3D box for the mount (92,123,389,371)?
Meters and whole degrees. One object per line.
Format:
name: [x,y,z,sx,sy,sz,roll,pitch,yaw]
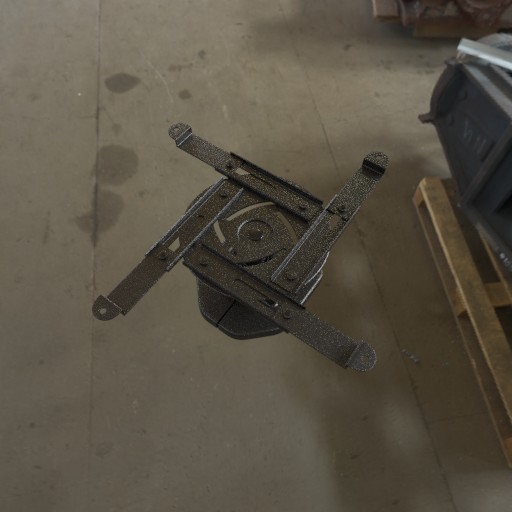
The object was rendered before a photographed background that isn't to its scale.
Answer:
mount: [0.000,0.000,0.596,0.394,0.141,0.394,32,64,18]
